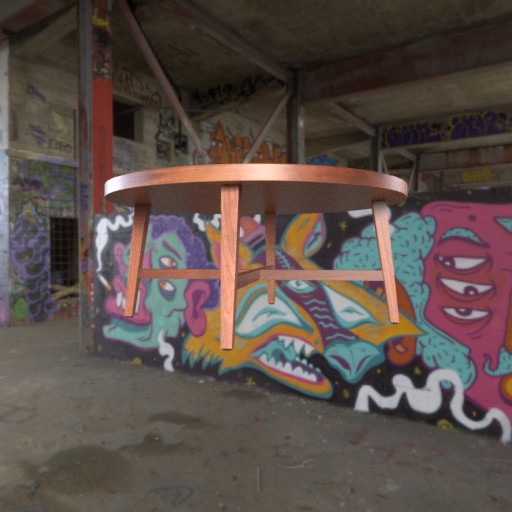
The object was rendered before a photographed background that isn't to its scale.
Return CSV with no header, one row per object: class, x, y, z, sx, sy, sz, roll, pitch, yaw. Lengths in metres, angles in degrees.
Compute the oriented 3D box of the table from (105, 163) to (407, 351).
table,0.000,0.000,1.240,0.800,0.360,0.800,0,1,0
